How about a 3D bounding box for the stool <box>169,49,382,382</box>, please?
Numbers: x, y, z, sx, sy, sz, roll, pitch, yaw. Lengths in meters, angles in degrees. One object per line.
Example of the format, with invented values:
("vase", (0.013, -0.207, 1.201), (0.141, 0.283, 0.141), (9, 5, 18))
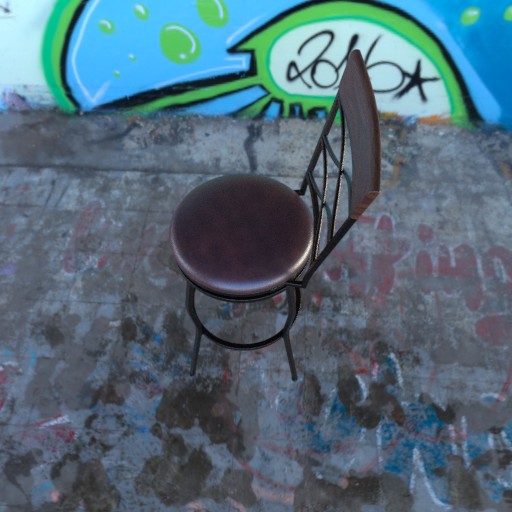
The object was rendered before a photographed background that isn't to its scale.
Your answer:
("stool", (0.000, 0.000, 1.400), (0.513, 1.130, 0.448), (2, 57, 1))
